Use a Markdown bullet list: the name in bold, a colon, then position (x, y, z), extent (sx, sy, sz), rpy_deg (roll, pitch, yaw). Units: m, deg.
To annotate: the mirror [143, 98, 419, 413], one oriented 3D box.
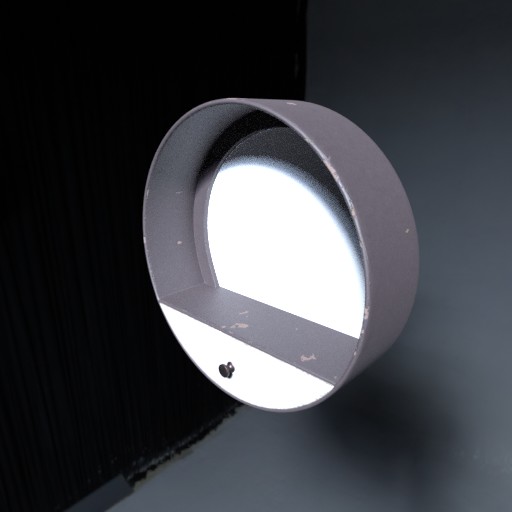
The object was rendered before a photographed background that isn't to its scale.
- **mirror**: position (0.000, 0.000, 0.578), extent (0.386, 0.386, 0.126), rpy_deg (16, 24, 41)
